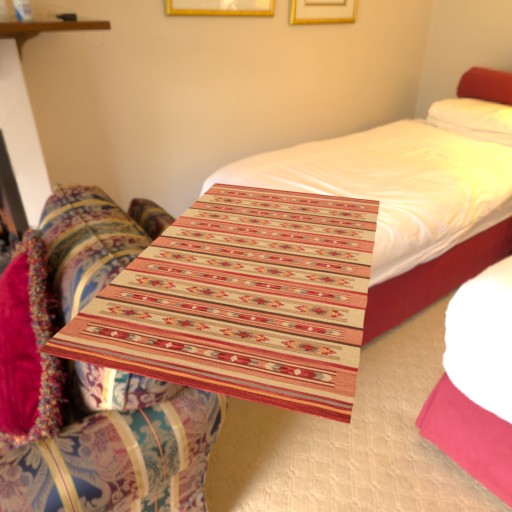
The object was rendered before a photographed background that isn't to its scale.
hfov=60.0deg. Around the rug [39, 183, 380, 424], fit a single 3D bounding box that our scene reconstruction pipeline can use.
[{"bbox_3d":[0.000,0.000,3.021,1.535,0.010,2.431,8,31,14],"label":"rug"}]
